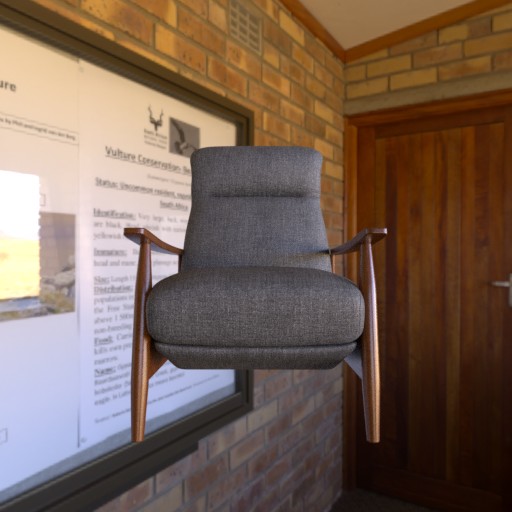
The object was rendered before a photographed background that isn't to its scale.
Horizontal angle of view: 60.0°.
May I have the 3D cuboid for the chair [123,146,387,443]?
[{"bbox_3d":[0.000,0.000,1.781,0.762,1.082,1.030,0,1,0],"label":"chair"}]
